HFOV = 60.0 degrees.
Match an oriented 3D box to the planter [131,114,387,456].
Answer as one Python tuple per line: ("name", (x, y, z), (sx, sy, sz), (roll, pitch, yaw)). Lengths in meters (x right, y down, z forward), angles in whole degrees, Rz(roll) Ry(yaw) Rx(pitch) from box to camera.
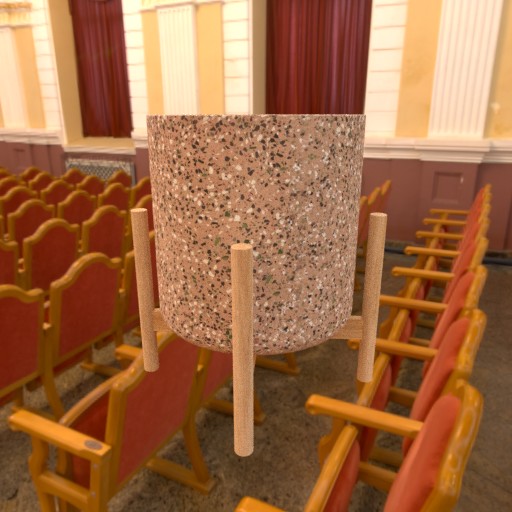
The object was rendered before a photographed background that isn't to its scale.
("planter", (0.000, 0.000, 0.690), (0.360, 0.419, 0.360), (9, 20, 26))
